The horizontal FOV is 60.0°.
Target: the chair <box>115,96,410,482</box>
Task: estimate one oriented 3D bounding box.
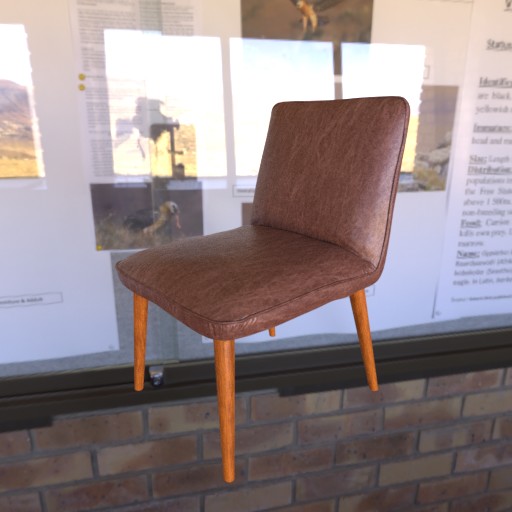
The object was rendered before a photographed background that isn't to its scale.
[{"bbox_3d":[0.000,0.000,1.171,0.645,0.803,0.543,-15,22,-42],"label":"chair"}]
